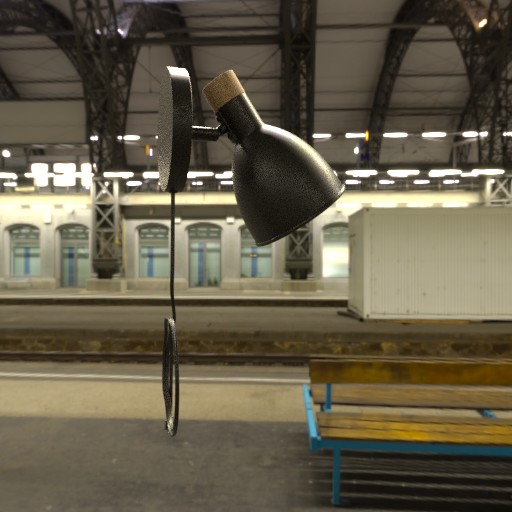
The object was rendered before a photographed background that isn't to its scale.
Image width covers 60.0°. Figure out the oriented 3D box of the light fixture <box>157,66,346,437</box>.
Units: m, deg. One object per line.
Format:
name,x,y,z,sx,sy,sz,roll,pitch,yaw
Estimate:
light fixture,0.000,0.000,0.493,0.203,0.401,0.127,0,0,-19
